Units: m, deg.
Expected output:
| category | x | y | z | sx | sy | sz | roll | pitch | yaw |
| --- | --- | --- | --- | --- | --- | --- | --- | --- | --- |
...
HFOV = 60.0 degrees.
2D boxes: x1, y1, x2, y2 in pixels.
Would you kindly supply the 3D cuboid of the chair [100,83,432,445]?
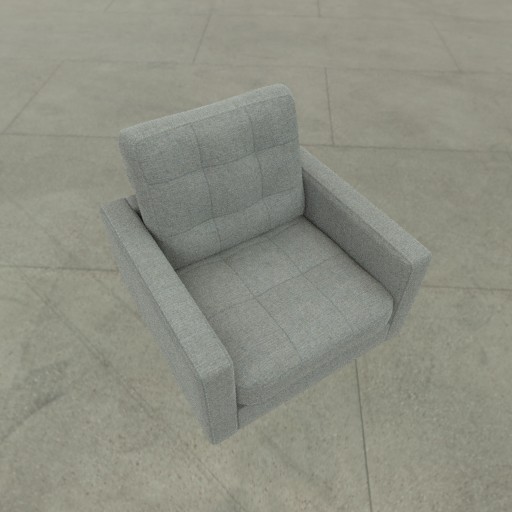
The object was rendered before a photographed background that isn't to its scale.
| category | x | y | z | sx | sy | sz | roll | pitch | yaw |
| --- | --- | --- | --- | --- | --- | --- | --- | --- | --- |
| chair | 0.000 | 0.000 | 1.546 | 0.821 | 0.880 | 0.843 | -24 | 51 | -21 |
